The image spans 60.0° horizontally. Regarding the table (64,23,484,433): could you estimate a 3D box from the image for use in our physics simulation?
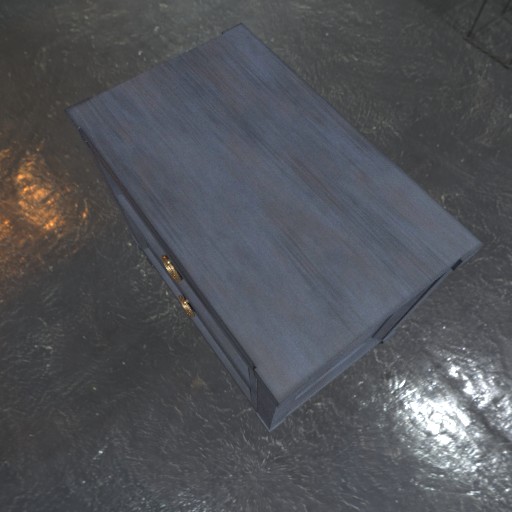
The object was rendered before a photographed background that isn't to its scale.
[{"bbox_3d":[0.000,0.000,1.060,0.413,0.660,0.660,-34,68,-15],"label":"table"}]
